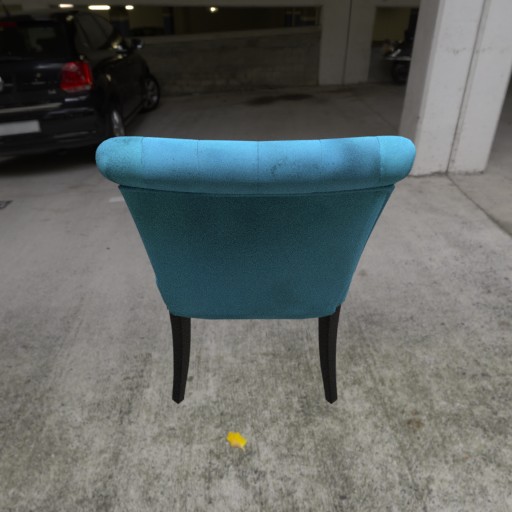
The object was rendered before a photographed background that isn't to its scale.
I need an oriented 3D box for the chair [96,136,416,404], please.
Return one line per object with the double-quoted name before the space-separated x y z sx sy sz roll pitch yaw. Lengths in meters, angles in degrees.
"chair" 0.000 0.000 1.183 0.582 0.750 0.605 0 30 0
